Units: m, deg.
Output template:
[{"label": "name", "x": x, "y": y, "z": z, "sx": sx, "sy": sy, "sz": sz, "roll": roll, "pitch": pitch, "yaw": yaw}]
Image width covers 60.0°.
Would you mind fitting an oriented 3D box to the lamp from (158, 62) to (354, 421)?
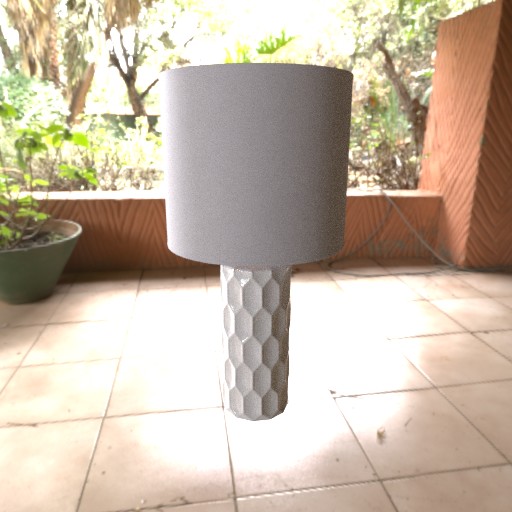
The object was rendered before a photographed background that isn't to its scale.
[{"label": "lamp", "x": 0.000, "y": 0.000, "z": 0.712, "sx": 0.277, "sy": 0.537, "sz": 0.277, "roll": -3, "pitch": 16, "yaw": -9}]
